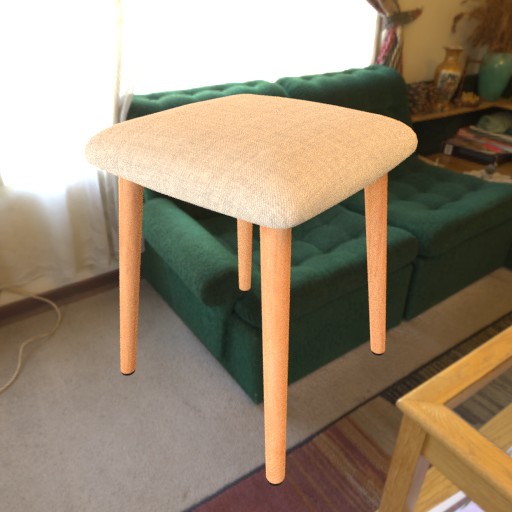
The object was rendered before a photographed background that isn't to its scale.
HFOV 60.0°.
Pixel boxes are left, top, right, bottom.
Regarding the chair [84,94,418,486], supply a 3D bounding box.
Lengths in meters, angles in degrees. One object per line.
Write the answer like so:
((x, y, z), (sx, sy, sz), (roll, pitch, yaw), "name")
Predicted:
((0.000, 0.000, 0.691), (0.350, 0.440, 0.350), (22, 37, 32), "chair")
